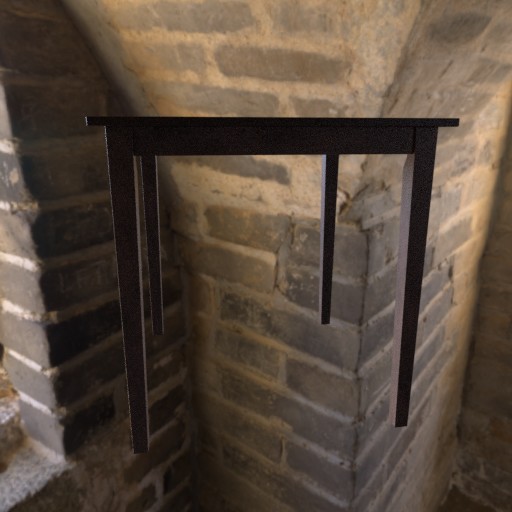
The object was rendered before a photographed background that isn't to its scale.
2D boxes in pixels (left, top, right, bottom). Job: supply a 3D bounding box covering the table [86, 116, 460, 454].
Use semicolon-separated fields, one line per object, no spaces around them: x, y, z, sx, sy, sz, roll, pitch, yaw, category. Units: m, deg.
0.000;0.000;1.331;0.749;0.770;0.749;-2;15;-8;table
